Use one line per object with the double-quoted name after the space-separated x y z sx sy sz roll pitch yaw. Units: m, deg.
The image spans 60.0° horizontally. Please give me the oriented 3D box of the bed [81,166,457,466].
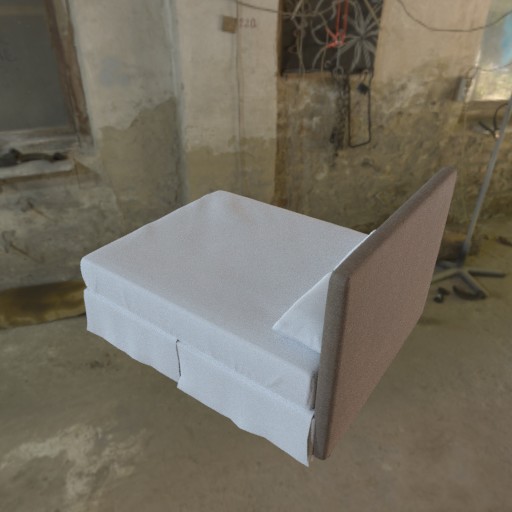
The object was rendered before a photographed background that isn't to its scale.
0.000 0.000 3.242 2.142 1.330 1.723 21 37 30 "bed"
